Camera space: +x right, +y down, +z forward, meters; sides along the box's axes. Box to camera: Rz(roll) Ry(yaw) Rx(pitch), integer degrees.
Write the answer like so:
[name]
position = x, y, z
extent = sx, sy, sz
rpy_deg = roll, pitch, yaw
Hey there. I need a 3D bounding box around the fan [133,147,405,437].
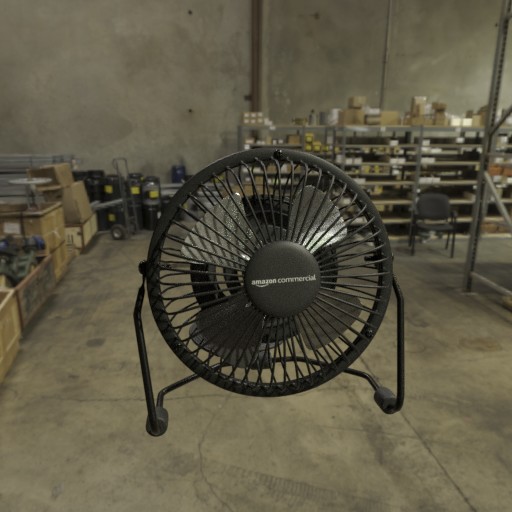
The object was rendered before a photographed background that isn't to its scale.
[fan]
position = 0.000, 0.000, 0.311
extent = 0.153, 0.152, 0.202
rpy_deg = -2, 16, -8
